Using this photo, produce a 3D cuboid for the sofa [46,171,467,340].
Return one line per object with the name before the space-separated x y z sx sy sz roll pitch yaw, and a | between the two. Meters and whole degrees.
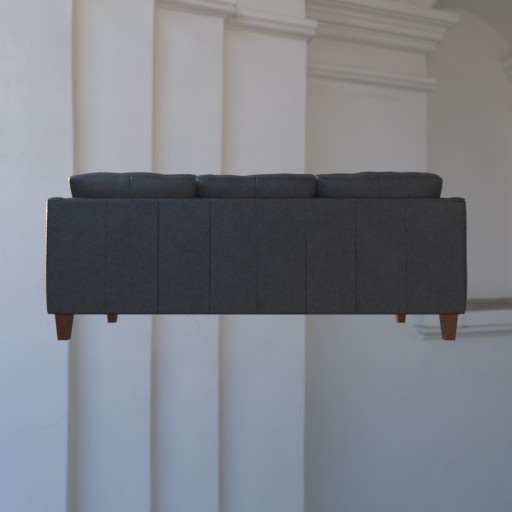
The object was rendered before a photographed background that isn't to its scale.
sofa | 0.000 0.000 3.066 2.464 1.006 1.045 0 -2 0
